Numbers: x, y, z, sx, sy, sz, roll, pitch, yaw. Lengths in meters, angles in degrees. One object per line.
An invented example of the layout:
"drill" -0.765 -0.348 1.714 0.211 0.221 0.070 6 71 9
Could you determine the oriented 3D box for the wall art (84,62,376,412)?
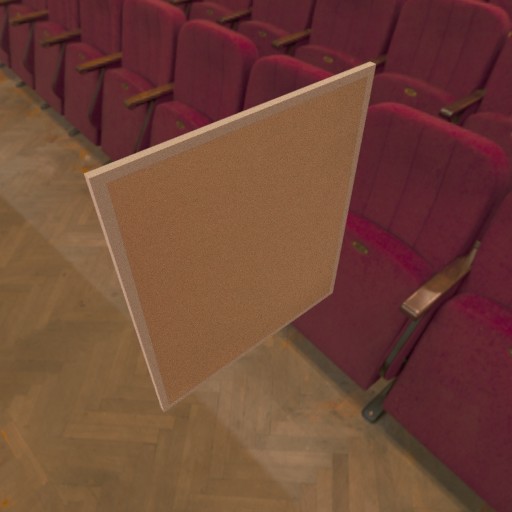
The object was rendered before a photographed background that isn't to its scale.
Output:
"wall art" 0.000 0.000 0.789 0.482 0.557 0.012 -31 53 -27
